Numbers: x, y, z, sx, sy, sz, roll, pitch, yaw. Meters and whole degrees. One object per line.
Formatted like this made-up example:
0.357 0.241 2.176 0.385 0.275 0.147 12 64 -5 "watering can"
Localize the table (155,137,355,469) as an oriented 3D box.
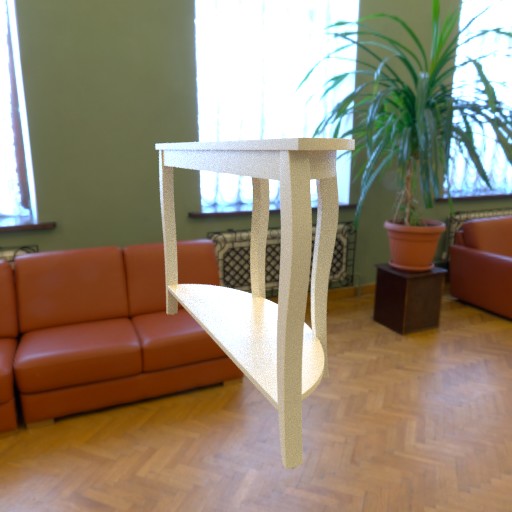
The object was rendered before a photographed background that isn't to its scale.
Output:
0.000 0.000 1.569 0.394 0.780 1.219 -6 15 -25 "table"
